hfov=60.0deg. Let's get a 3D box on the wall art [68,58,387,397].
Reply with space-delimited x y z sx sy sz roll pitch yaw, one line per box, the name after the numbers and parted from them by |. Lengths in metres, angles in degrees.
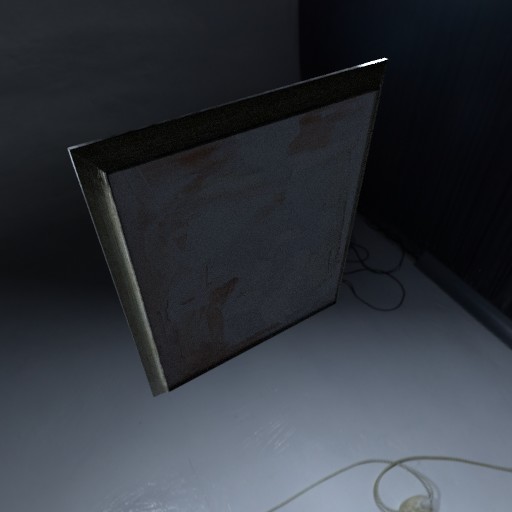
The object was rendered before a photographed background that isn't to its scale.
0.000 0.000 0.620 0.381 0.457 0.023 -24 50 -22 | wall art
